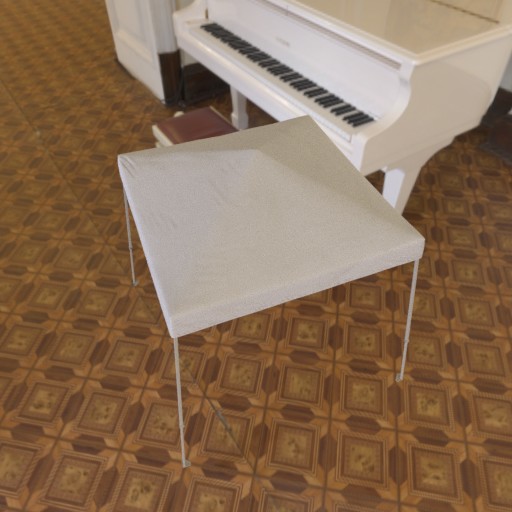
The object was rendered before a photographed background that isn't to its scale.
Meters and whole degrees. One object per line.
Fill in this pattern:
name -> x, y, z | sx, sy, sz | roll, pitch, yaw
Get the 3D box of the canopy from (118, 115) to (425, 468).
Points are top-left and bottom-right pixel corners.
canopy -> 0.000, 0.000, 6.422 | 3.599, 3.600, 3.600 | -16, 49, -15
